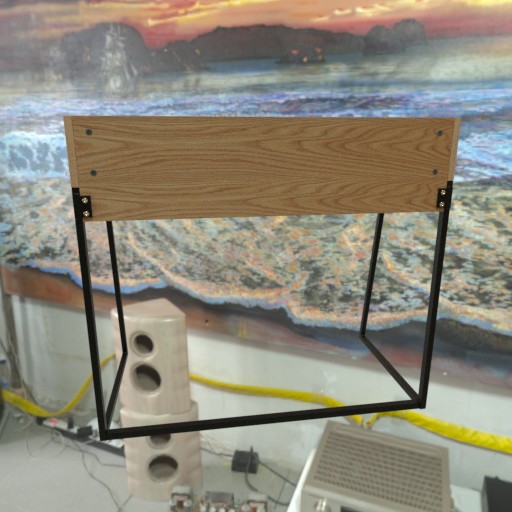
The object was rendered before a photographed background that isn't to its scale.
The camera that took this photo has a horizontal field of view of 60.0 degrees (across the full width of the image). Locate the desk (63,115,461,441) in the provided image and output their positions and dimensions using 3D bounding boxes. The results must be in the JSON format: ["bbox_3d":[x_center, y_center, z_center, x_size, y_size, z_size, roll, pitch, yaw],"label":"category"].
[{"bbox_3d":[0.000,0.000,1.805,1.191,1.061,0.769,-2,16,-9],"label":"desk"}]
